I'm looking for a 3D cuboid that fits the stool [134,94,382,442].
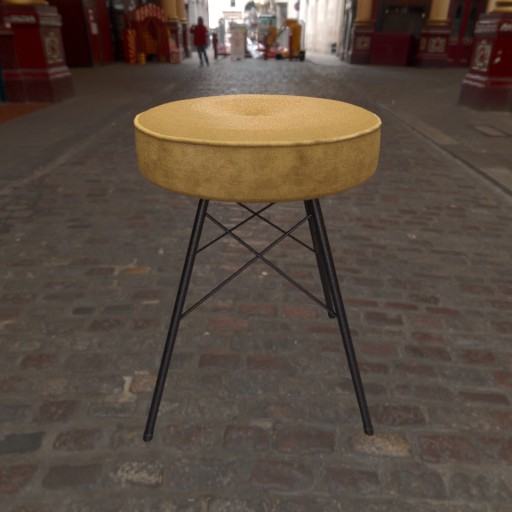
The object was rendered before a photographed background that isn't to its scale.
[{"bbox_3d":[0.000,0.000,0.914,0.472,0.595,0.438,0,27,0],"label":"stool"}]
